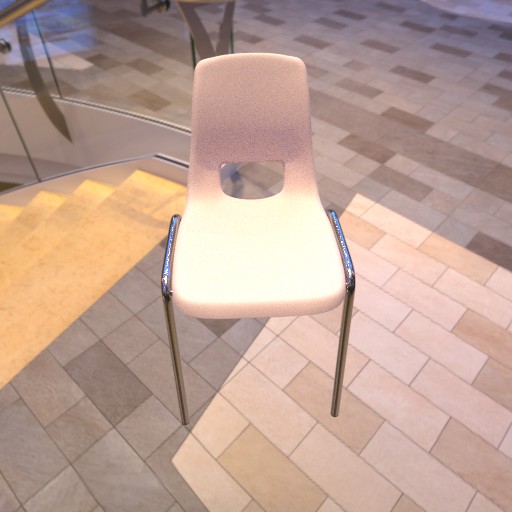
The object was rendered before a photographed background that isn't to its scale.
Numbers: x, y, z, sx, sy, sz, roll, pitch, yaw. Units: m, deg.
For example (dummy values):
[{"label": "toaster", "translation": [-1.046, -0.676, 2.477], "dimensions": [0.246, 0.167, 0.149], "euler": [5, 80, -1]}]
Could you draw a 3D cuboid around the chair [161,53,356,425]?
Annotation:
[{"label": "chair", "translation": [0.000, 0.000, 0.967], "dimensions": [0.381, 0.704, 0.436], "euler": [-2, 46, -2]}]
